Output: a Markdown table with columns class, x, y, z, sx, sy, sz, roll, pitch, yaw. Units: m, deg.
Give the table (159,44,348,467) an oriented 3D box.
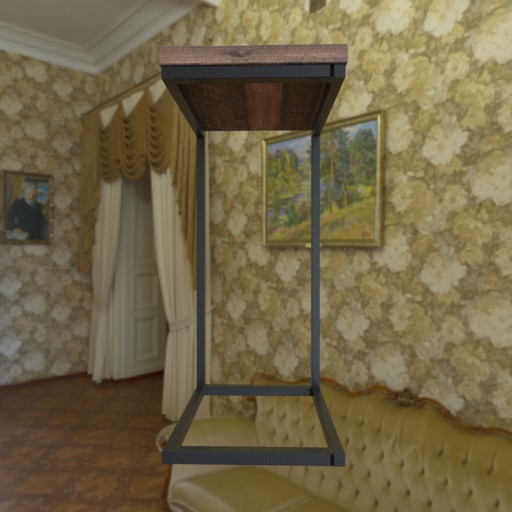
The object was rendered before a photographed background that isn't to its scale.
| class | x | y | z | sx | sy | sz | roll | pitch | yaw |
| --- | --- | --- | --- | --- | --- | --- | --- | --- | --- |
| table | 0.000 | 0.000 | 0.959 | 0.323 | 0.718 | 0.414 | 0 | 0 | 2 |
